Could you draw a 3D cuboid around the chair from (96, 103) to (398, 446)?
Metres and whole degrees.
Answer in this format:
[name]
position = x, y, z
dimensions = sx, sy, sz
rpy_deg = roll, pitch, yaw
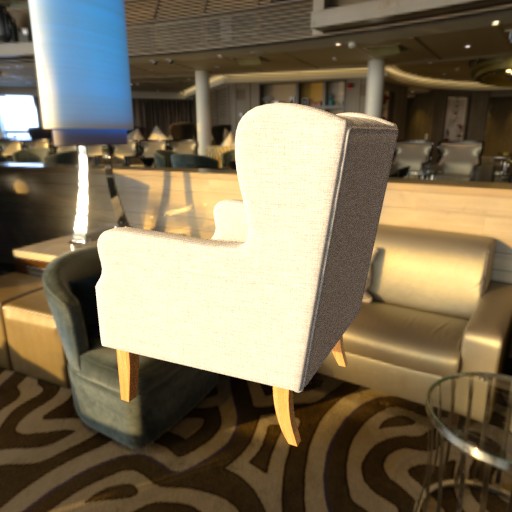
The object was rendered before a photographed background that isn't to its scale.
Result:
[chair]
position = 0.000, 0.000, 1.487
dimensions = 0.760, 0.930, 0.710
rpy_deg = 8, 17, 26
